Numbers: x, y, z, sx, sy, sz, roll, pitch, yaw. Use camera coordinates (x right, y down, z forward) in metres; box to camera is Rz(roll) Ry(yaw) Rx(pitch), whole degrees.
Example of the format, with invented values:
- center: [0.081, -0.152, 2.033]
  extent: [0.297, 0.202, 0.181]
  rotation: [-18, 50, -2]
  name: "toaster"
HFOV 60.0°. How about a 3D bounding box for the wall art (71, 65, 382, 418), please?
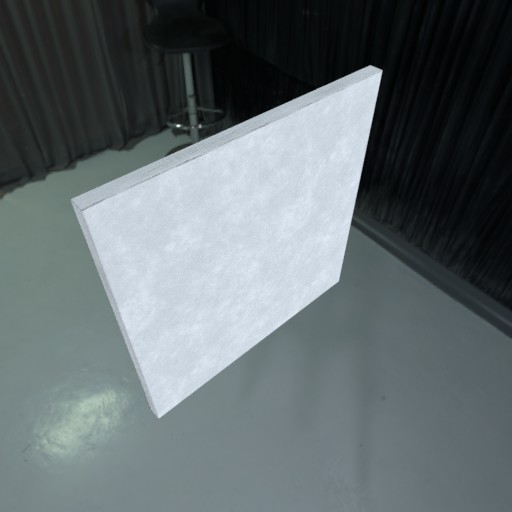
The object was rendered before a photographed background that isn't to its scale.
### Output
- center: [0.000, 0.000, 0.457]
  extent: [0.303, 0.303, 0.015]
  rotation: [-33, 54, -27]
  name: "wall art"
